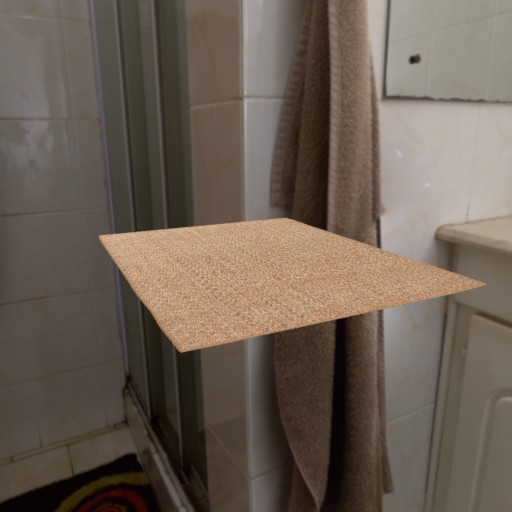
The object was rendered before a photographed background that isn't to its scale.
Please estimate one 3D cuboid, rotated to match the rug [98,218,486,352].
[{"bbox_3d":[0.000,0.000,4.140,2.439,0.013,3.048,-8,17,-25],"label":"rug"}]
